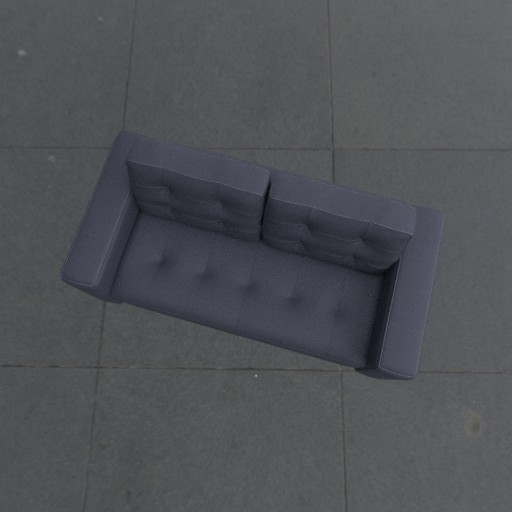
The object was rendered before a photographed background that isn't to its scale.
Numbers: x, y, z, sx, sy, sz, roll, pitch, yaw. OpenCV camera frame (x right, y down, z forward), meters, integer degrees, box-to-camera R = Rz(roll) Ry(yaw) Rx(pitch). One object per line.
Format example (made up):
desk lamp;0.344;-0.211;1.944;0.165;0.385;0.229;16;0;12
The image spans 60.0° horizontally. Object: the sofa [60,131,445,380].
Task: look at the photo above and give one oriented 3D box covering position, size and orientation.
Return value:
sofa;0.000;0.000;2.287;1.726;0.893;0.833;15;75;4
